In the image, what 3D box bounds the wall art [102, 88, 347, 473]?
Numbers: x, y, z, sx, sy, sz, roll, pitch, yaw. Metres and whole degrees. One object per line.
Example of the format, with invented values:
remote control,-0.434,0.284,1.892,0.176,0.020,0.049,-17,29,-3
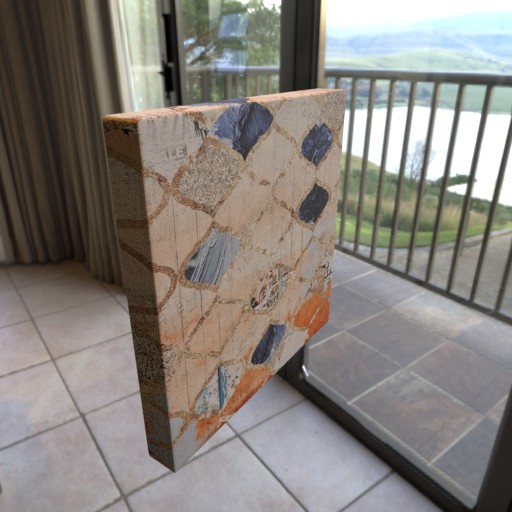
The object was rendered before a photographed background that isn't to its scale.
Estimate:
wall art,0.000,0.000,0.452,0.036,0.304,0.303,16,29,31
